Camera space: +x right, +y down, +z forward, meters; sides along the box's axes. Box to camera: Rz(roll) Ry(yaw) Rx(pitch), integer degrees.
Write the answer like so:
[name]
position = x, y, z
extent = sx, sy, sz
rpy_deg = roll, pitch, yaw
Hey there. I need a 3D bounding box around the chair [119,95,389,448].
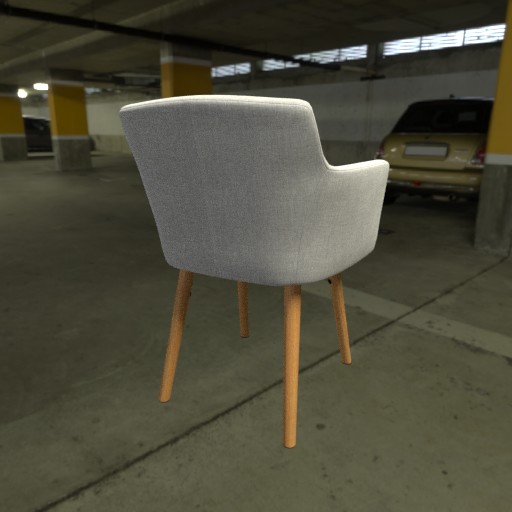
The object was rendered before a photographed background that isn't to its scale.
[chair]
position = 0.000, 0.000, 1.183
extent = 0.570, 0.780, 0.540
rpy_deg = 9, 18, 28
